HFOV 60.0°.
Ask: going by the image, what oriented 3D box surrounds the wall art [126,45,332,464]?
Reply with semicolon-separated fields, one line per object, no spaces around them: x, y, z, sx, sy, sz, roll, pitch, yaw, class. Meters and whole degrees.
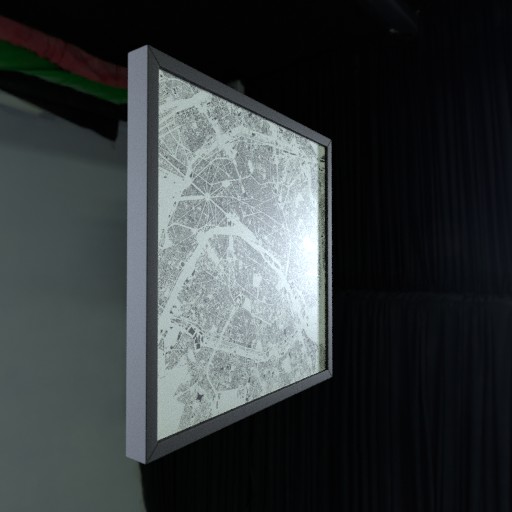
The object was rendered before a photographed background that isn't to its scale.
0.000;0.000;0.752;0.037;0.508;0.508;-1;-1;35;wall art
